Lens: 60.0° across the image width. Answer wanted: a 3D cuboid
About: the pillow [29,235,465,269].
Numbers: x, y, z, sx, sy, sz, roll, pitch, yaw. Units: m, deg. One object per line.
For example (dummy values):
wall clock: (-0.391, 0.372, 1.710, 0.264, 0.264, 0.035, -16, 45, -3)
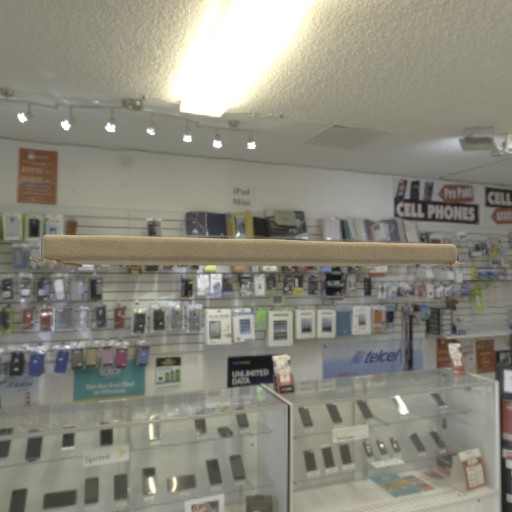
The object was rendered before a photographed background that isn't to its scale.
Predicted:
pillow: (0.000, 0.000, 1.352, 1.187, 0.081, 0.492, 1, -2, -18)
